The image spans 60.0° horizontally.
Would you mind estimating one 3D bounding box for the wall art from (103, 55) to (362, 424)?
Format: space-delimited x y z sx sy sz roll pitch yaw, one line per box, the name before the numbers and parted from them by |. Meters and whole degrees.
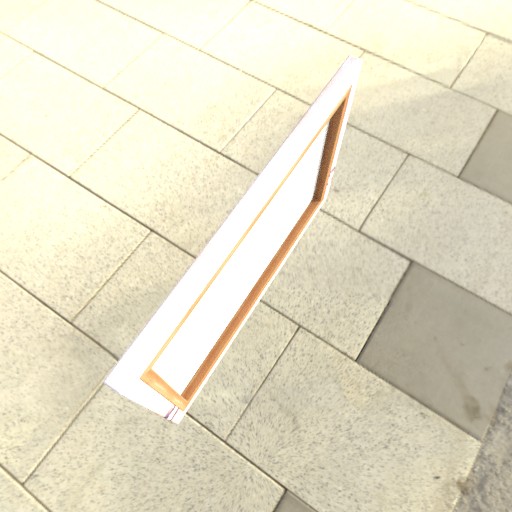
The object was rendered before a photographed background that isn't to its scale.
wall art | 0.000 0.000 1.178 0.038 0.609 0.913 29 68 13
